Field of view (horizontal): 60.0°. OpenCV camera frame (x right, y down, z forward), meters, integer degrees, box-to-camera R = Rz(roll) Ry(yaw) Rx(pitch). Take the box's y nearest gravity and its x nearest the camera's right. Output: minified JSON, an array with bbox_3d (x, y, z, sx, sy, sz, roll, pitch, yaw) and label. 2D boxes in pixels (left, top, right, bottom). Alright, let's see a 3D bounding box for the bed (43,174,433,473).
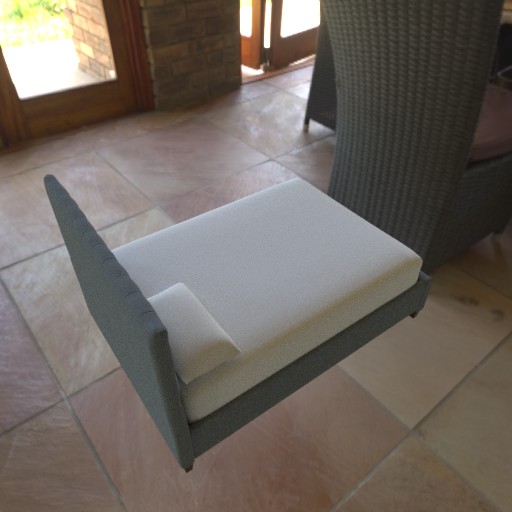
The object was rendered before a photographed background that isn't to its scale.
[{"bbox_3d":[0.000,0.000,3.402,2.335,1.411,1.698,-25,47,-26],"label":"bed"}]
